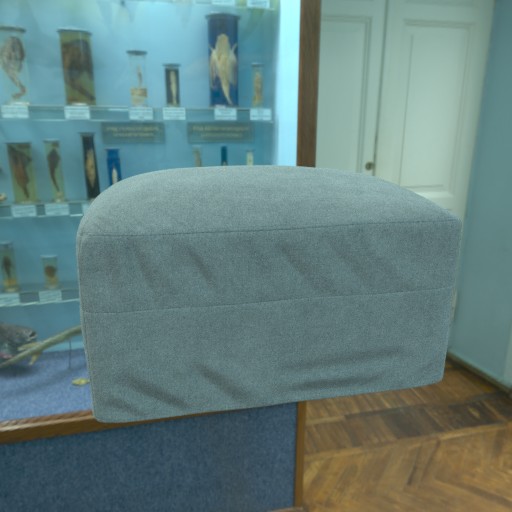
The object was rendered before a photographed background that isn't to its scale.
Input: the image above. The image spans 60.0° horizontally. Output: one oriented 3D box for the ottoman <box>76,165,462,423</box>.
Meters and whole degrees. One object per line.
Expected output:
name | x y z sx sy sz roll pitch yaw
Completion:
ottoman | 0.000 0.000 1.209 0.837 0.481 0.683 -3 17 -10
